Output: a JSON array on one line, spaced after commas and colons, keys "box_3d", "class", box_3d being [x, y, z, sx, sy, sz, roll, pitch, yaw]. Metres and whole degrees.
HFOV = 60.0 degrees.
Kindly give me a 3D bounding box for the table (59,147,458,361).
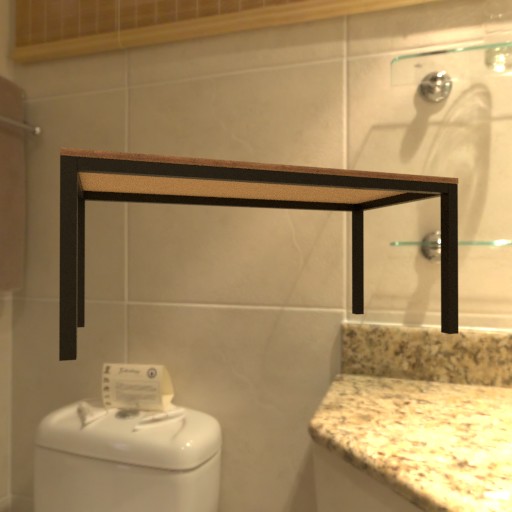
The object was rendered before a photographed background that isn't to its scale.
[{"box_3d": [0.000, 0.000, 2.308, 1.805, 0.767, 0.893, 0, -1, -19], "class": "table"}]
